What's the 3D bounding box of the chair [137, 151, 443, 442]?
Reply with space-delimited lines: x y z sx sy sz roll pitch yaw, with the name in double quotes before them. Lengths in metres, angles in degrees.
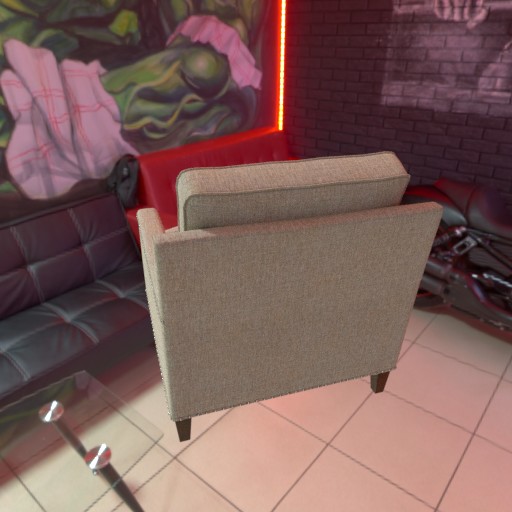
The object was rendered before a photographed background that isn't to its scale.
"chair" 0.000 0.000 1.759 0.853 0.943 1.014 -8 27 -16
